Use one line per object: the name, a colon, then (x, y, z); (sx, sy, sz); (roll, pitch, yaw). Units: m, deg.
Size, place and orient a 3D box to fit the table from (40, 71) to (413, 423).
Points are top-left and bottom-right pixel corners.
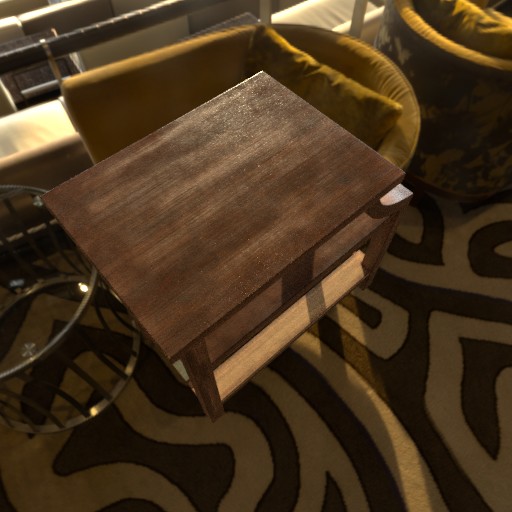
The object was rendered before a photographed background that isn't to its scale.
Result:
table: (0.000, 0.000, 0.991); (0.609, 0.584, 0.356); (-37, 65, -20)
